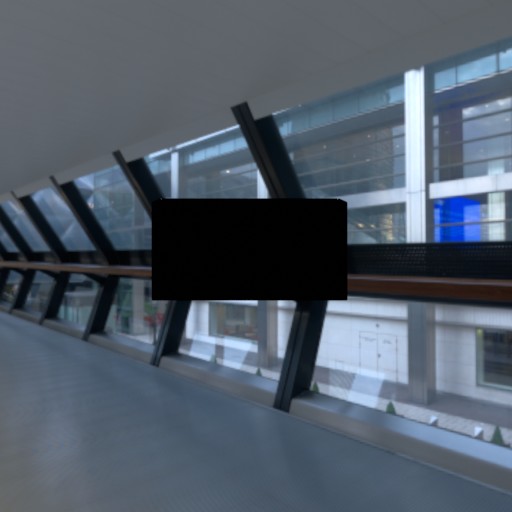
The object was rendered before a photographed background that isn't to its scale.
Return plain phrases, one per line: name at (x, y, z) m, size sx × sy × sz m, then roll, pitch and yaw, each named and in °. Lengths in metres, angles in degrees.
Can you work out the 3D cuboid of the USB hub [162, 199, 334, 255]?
USB hub at (0.000, 0.000, 0.158) m, size 0.044 × 0.023 × 0.145 m, roll 0°, pitch -1°, yaw 1°
